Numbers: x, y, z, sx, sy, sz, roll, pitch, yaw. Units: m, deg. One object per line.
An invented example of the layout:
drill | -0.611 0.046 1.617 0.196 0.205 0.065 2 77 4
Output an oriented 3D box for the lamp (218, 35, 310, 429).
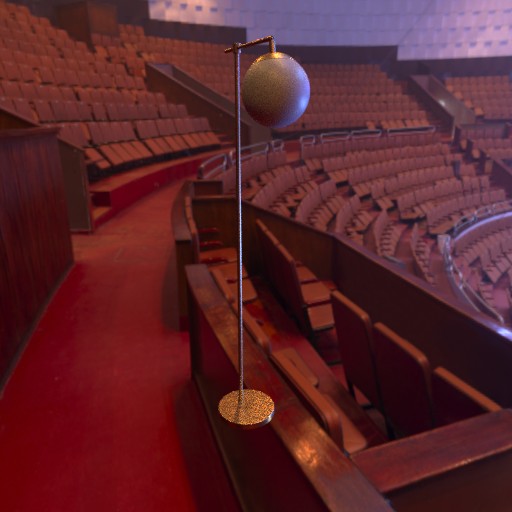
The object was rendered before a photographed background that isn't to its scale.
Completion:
lamp | 0.000 0.000 1.682 0.249 1.505 0.476 -9 20 -27
